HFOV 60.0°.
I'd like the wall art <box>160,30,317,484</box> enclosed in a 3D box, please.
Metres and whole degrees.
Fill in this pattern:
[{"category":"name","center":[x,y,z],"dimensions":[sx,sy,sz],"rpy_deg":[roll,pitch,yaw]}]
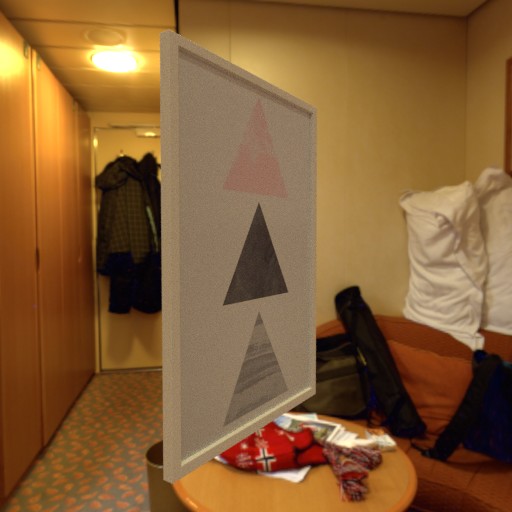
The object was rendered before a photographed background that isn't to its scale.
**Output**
[{"category":"wall art","center":[0.000,0.000,0.550],"dimensions":[0.013,0.433,0.303],"rpy_deg":[2,3,35]}]
